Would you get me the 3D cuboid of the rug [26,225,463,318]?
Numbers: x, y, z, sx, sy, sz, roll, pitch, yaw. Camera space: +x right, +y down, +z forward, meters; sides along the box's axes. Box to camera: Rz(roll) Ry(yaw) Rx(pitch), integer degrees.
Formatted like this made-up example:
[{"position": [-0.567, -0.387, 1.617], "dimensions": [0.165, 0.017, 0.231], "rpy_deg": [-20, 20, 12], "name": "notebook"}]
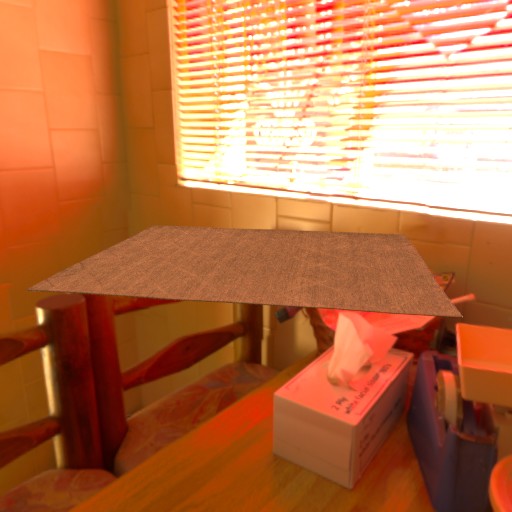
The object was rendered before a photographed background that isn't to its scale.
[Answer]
[{"position": [0.000, 0.000, 4.152], "dimensions": [3.048, 0.013, 2.438], "rpy_deg": [3, 15, 9], "name": "rug"}]
